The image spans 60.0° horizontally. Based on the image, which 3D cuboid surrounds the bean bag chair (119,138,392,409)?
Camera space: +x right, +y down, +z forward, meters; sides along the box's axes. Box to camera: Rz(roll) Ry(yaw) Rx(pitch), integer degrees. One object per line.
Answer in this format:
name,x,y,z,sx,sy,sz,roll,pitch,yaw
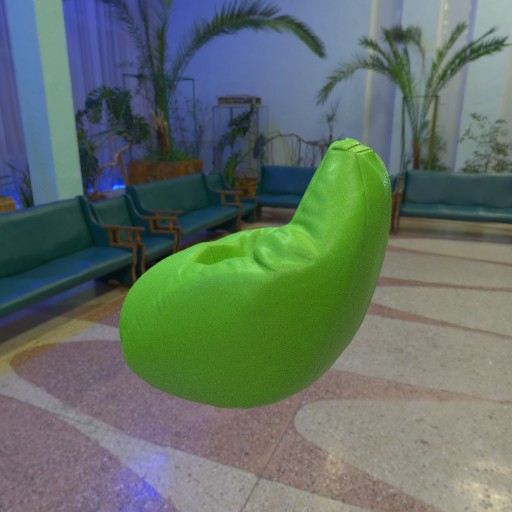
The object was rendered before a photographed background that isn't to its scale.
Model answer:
bean bag chair,0.000,0.000,1.903,1.070,0.990,1.070,8,18,24
